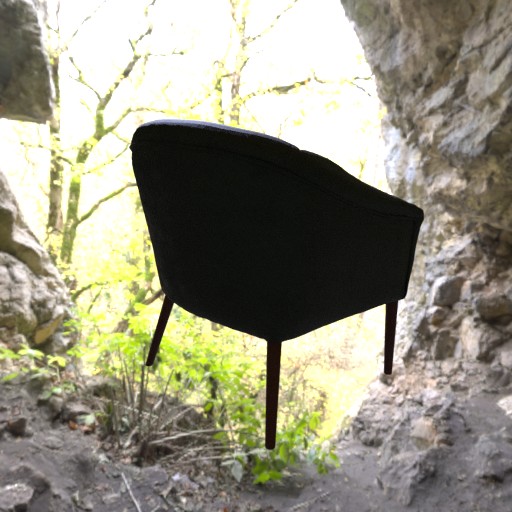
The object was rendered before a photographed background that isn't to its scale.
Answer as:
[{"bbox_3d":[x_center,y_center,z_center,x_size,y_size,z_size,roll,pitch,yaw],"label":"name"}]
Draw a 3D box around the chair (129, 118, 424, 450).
[{"bbox_3d":[0.000,0.000,1.519,0.776,0.885,0.851,-14,21,-42],"label":"chair"}]
